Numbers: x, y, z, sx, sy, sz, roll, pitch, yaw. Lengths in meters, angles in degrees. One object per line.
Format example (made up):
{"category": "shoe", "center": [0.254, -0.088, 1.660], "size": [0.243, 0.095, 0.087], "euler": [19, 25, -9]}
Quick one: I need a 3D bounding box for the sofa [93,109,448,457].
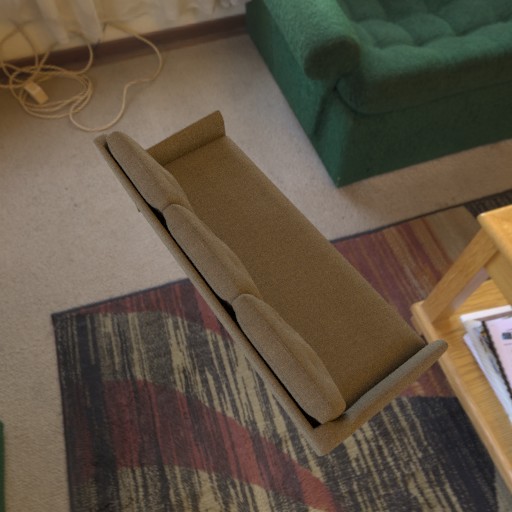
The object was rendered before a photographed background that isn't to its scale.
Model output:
{"category": "sofa", "center": [0.000, 0.000, 2.520], "size": [0.849, 0.837, 2.060], "euler": [-32, 64, -17]}
